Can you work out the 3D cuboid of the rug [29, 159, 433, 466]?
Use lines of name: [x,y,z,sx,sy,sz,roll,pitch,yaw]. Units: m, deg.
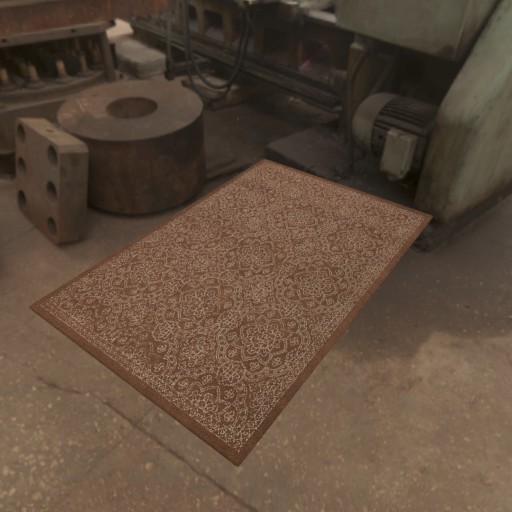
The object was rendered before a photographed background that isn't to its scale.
rug: [0.000,0.000,2.298,1.219,0.010,1.829,25,45,28]
